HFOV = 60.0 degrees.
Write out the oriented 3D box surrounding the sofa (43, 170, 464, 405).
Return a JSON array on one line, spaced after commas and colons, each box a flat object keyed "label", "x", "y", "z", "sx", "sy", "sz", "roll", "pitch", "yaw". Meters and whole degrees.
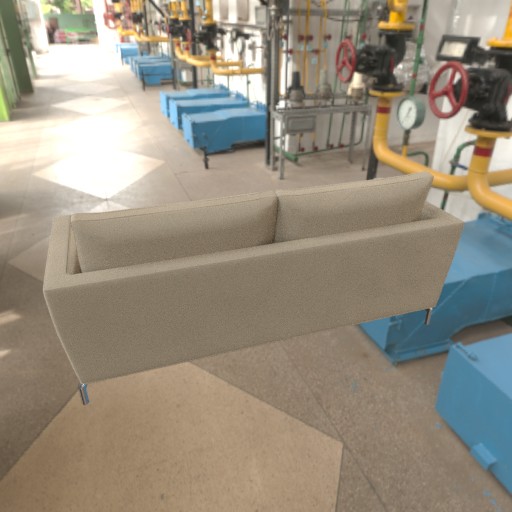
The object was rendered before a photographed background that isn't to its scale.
[{"label": "sofa", "x": 0.000, "y": 0.000, "z": 2.655, "sx": 2.214, "sy": 1.005, "sz": 0.868, "roll": -9, "pitch": 30, "yaw": -16}]
